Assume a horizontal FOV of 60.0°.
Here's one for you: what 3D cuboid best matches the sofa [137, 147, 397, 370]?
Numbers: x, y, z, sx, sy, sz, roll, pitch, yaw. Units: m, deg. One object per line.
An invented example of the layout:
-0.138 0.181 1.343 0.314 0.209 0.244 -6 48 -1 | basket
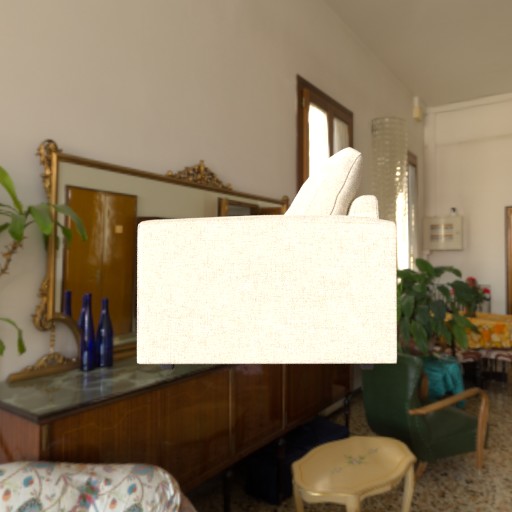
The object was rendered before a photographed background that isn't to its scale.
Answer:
0.000 0.000 2.803 1.040 0.922 2.299 0 -1 -1 | sofa
